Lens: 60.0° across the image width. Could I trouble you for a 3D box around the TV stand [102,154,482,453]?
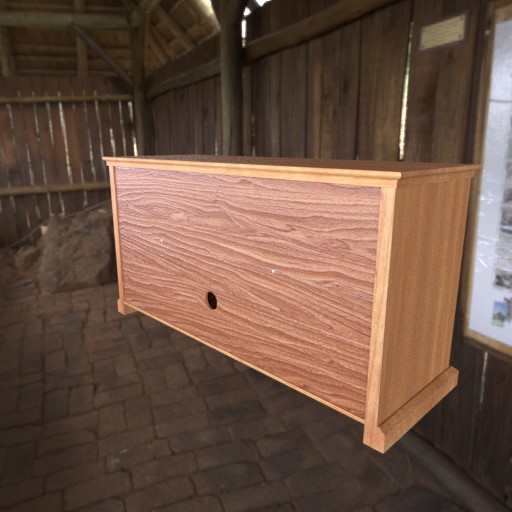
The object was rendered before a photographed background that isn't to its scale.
[{"bbox_3d":[0.000,0.000,1.432,0.417,0.607,1.181,-14,20,-43],"label":"TV stand"}]
